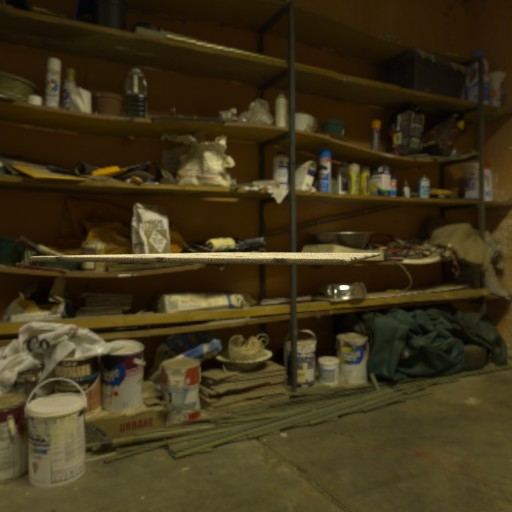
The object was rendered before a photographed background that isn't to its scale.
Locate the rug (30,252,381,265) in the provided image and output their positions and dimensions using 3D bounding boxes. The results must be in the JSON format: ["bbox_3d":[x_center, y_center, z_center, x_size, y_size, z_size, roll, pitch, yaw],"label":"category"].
[{"bbox_3d":[0.000,0.000,2.987,1.501,0.024,2.348,0,1,19],"label":"rug"}]
